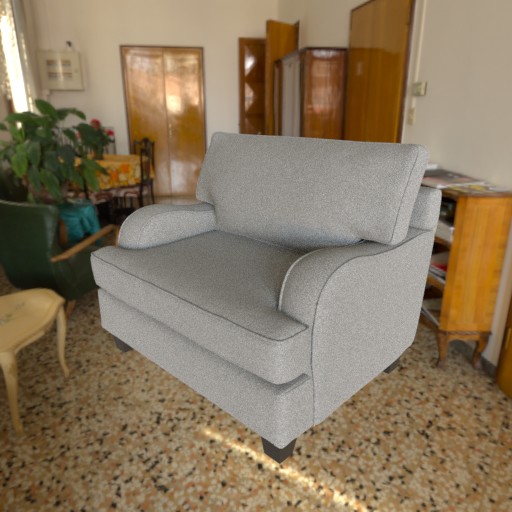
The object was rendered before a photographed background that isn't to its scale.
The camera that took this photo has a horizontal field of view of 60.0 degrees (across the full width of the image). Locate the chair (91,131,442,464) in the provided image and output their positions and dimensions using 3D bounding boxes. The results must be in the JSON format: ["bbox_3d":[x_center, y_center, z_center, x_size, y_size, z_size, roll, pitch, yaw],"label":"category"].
[{"bbox_3d":[0.000,0.000,1.992,1.220,1.016,1.040,18,26,41],"label":"chair"}]
